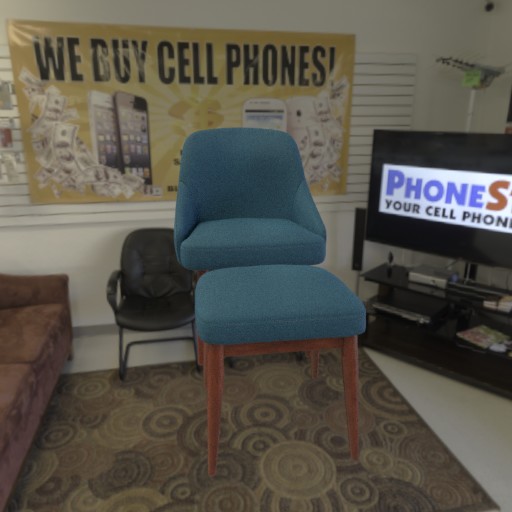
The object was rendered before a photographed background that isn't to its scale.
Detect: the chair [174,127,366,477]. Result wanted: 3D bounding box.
[{"bbox_3d":[0.000,0.000,1.591,0.584,0.866,1.114,-2,17,-8],"label":"chair"}]
